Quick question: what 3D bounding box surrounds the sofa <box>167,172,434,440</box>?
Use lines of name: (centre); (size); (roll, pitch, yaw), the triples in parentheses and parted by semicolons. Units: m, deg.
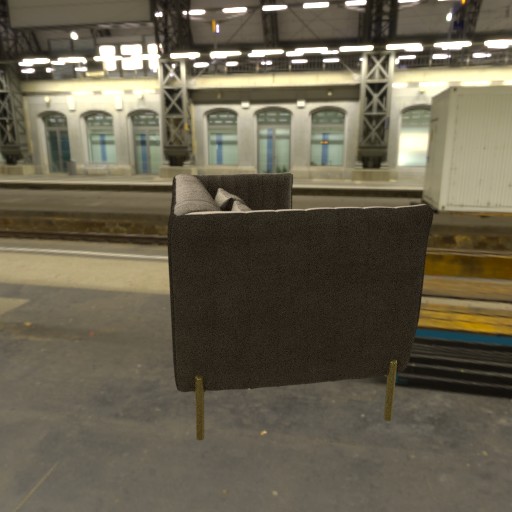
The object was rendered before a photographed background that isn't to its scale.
sofa: (0.000, 0.000, 2.380); (0.876, 0.780, 1.980); (-2, 14, -10)
